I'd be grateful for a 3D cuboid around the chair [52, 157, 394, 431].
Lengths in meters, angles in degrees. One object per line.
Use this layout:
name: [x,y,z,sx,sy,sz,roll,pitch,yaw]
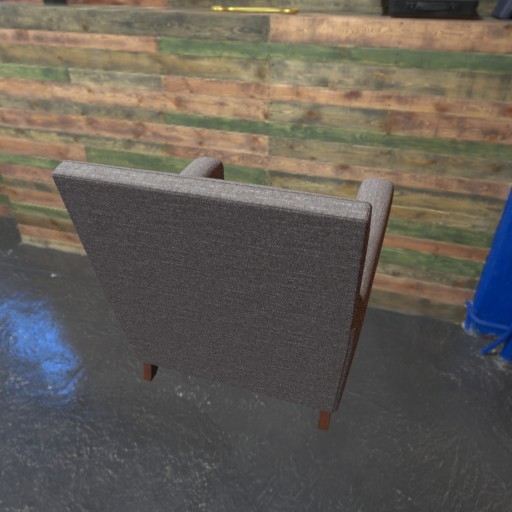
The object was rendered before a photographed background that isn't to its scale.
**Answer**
chair: [0.000,0.000,1.552,0.838,0.885,0.875,10,34,16]
